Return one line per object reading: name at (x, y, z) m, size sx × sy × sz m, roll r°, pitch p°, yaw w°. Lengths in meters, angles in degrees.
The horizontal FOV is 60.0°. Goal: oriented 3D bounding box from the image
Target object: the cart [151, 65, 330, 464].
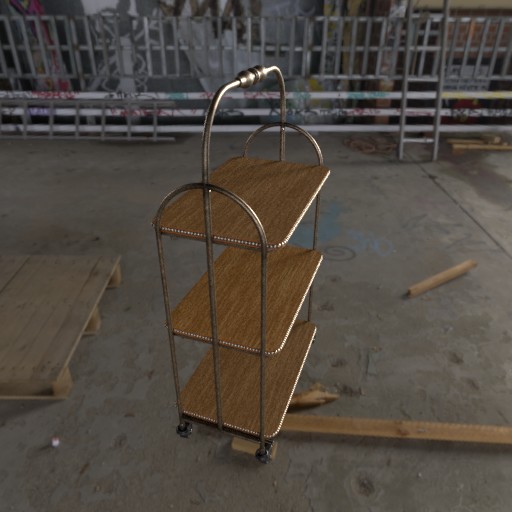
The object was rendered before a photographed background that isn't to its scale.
cart at (0.000, 0.000, 1.327) m, size 0.330 × 1.052 × 0.650 m, roll 10°, pitch 32°, yaw 17°
